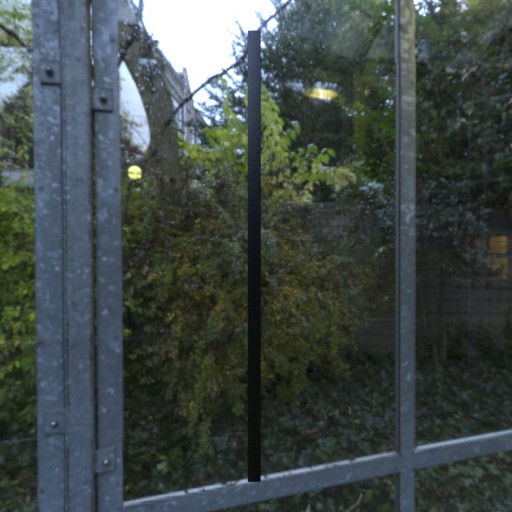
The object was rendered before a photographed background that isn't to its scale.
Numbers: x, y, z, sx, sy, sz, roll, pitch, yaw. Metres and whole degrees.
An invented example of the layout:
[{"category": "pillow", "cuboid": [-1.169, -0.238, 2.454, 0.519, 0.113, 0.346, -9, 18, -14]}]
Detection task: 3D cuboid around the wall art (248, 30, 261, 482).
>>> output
[{"category": "wall art", "cuboid": [0.000, 0.000, 0.874, 0.019, 0.656, 0.462, 0, 0, 1]}]
